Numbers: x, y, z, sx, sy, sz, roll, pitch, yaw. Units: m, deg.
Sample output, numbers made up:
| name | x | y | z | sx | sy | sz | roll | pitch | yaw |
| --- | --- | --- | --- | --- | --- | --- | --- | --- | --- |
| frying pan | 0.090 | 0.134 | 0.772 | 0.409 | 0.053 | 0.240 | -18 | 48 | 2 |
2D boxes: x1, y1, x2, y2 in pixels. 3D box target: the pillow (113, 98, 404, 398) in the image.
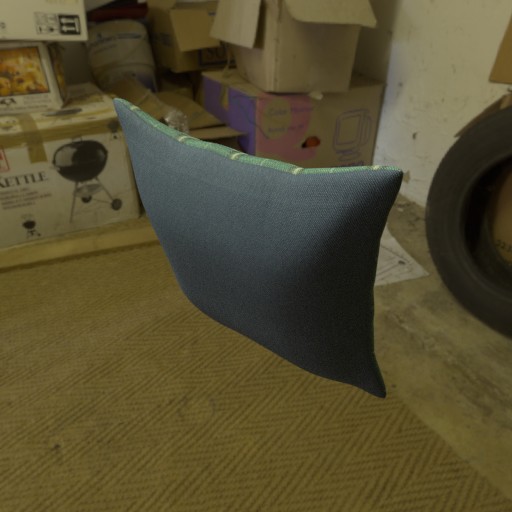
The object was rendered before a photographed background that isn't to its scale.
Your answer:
| name | x | y | z | sx | sy | sz | roll | pitch | yaw |
| --- | --- | --- | --- | --- | --- | --- | --- | --- | --- |
| pillow | 0.000 | 0.000 | 0.688 | 0.453 | 0.430 | 0.200 | 24 | 39 | 33 |
